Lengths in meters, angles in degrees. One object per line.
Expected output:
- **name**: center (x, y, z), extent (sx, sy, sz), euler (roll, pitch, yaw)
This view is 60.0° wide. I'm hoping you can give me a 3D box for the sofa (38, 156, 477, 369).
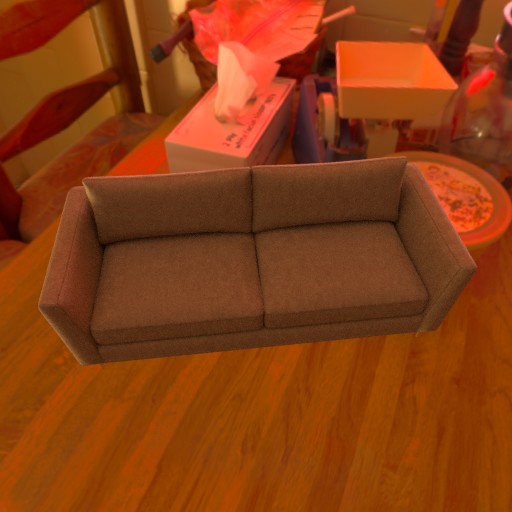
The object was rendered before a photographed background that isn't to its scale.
- **sofa**: center (0.000, 0.000, 2.575), extent (2.121, 0.864, 0.889), euler (-5, 48, -4)
